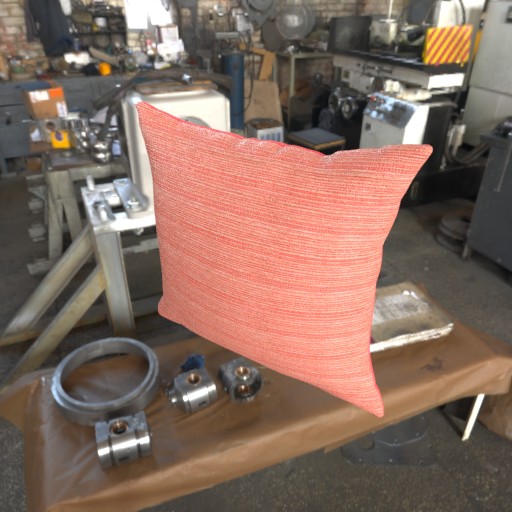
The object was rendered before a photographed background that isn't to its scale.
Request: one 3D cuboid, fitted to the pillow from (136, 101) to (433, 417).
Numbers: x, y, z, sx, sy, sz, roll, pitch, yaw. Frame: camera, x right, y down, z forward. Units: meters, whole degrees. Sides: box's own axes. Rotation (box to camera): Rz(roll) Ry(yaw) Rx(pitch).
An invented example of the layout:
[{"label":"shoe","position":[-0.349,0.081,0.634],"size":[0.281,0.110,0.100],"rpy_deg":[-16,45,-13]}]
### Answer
[{"label":"pillow","position":[0.000,0.000,0.815],"size":[0.559,0.501,0.229],"rpy_deg":[19,36,29]}]
